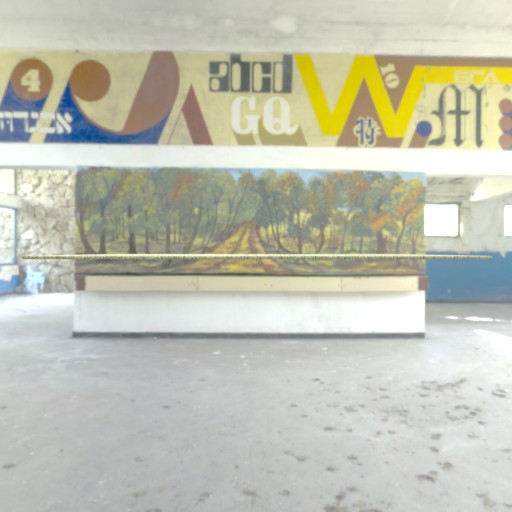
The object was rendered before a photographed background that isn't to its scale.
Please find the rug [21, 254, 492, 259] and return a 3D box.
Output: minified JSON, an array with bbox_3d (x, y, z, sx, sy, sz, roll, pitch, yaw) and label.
[{"bbox_3d":[0.000,0.000,2.340,1.846,0.014,1.243,0,1,0],"label":"rug"}]
